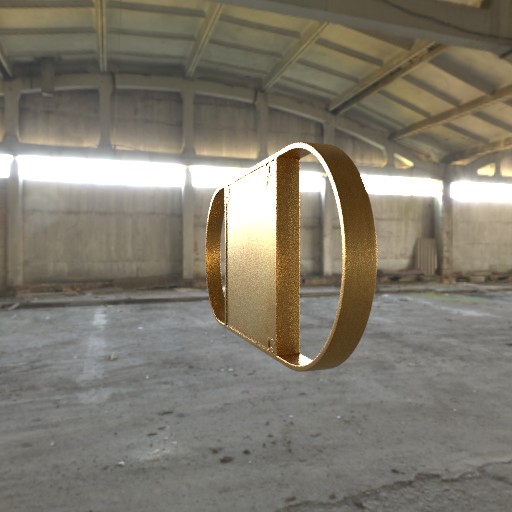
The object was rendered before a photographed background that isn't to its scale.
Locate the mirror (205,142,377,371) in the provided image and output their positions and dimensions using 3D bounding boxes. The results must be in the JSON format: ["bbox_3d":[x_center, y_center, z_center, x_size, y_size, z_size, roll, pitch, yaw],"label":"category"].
[{"bbox_3d":[0.000,0.000,0.664,0.032,0.254,0.584,0,0,-18],"label":"mirror"}]
